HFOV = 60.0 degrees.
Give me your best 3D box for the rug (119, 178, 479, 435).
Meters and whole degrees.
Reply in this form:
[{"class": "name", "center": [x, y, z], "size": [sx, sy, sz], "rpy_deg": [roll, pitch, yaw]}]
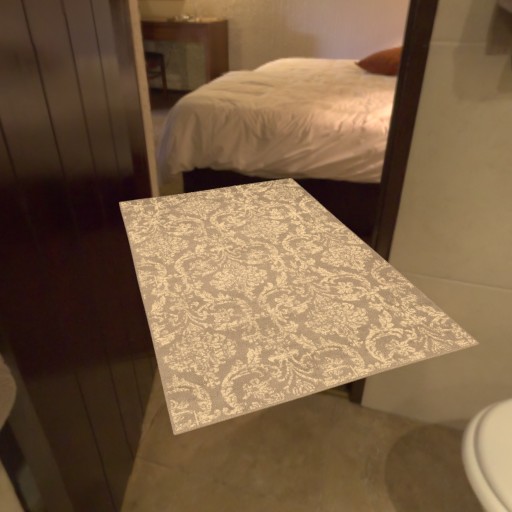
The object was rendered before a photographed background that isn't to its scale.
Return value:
[{"class": "rug", "center": [0.000, 0.000, 3.449], "size": [1.819, 0.018, 2.746], "rpy_deg": [-11, 33, -17]}]
